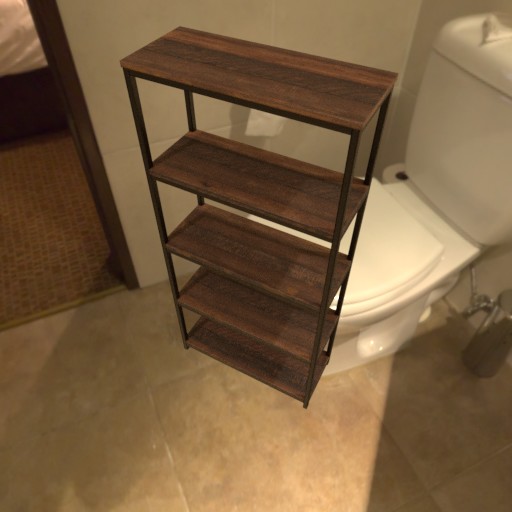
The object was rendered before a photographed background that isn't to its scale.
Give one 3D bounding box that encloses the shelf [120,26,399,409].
[{"bbox_3d":[0.000,0.000,2.170,0.874,1.860,0.359,21,50,19],"label":"shelf"}]
